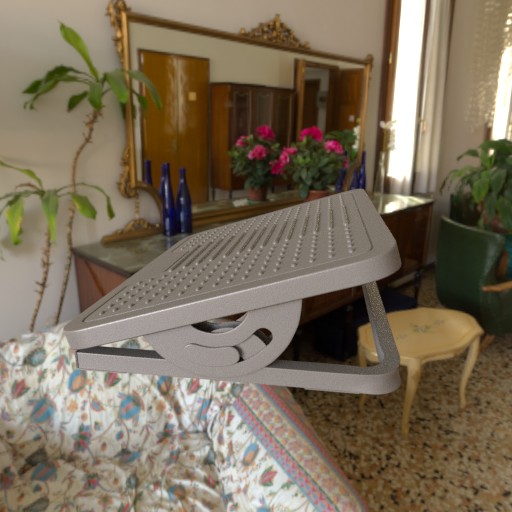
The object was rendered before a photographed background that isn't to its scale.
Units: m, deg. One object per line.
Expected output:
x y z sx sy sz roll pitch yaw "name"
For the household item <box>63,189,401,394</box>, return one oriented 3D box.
0.000 0.000 0.537 0.301 0.126 0.390 2 16 9 "household item"
